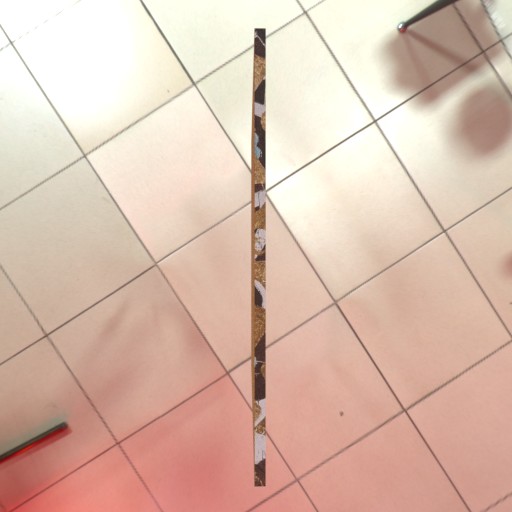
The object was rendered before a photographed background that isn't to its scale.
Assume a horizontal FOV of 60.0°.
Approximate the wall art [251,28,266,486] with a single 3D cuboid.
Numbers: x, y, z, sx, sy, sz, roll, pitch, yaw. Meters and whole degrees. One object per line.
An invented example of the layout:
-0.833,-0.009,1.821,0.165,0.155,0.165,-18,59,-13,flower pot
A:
0.000,0.000,0.593,0.010,0.406,0.404,0,91,-1,wall art
